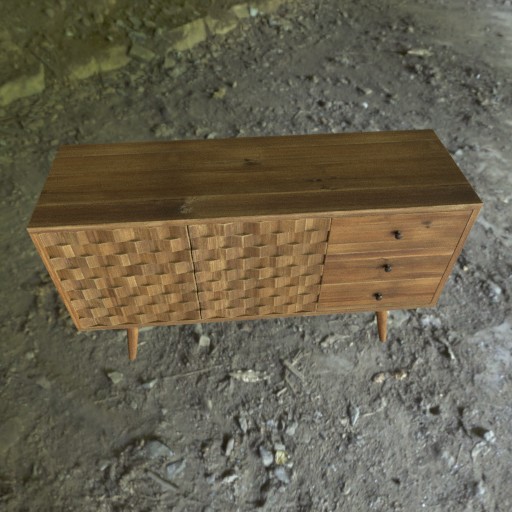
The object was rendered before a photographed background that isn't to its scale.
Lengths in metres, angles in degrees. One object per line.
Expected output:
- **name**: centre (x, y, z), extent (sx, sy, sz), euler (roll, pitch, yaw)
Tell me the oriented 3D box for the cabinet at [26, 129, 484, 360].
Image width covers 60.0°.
- **cabinet**: centre (0.000, 0.000, 1.786), extent (1.400, 0.800, 0.472), euler (-3, 46, -3)
